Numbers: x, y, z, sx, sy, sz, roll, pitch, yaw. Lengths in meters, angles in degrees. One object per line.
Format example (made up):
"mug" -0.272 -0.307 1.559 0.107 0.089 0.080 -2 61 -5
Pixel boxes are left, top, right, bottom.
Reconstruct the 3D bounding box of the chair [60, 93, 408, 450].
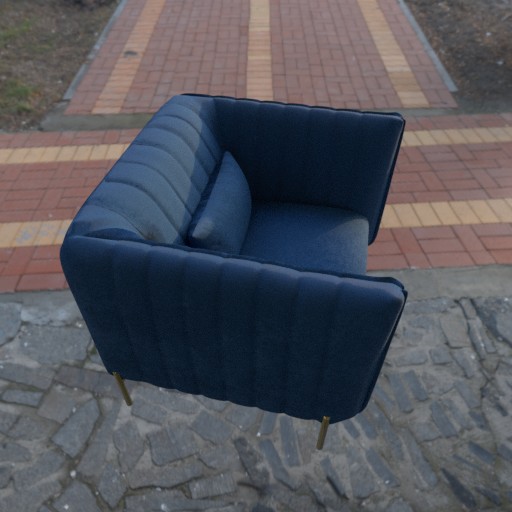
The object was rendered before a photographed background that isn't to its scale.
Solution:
"chair" 0.000 0.000 1.571 0.877 0.793 0.947 9 46 9
